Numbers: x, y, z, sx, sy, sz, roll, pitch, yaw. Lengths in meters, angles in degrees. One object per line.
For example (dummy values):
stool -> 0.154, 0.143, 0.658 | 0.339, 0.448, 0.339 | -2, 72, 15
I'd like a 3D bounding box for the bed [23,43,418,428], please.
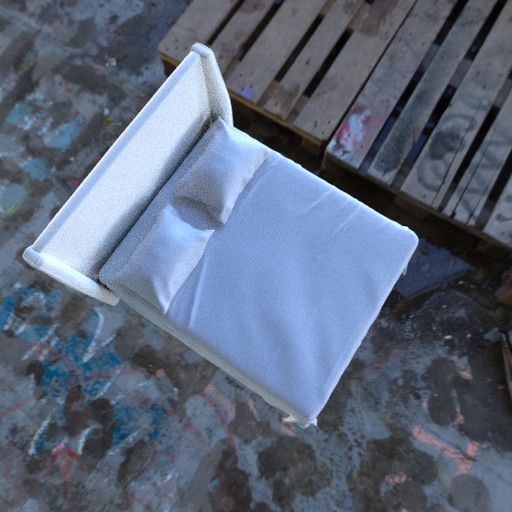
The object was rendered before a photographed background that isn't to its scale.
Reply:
bed -> 0.000, 0.000, 3.419 | 2.276, 1.332, 1.925 | 33, 78, 8
